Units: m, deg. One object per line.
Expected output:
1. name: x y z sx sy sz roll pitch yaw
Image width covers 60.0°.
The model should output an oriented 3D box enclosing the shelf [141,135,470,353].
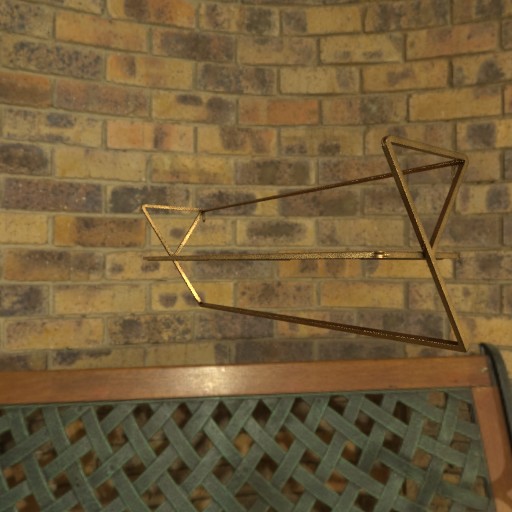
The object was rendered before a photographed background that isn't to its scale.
1. shelf: 0.000 0.000 0.734 0.150 0.229 0.645 1 -1 -35
